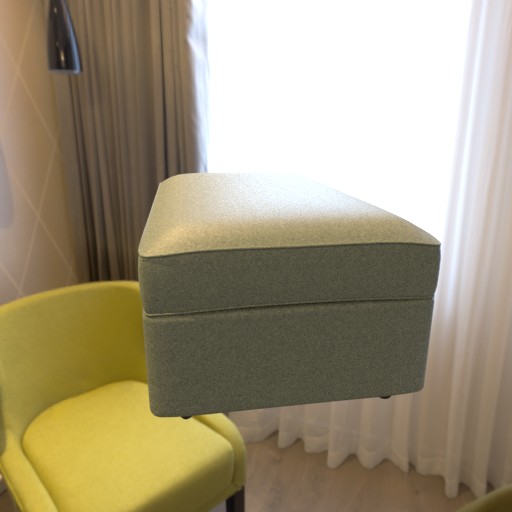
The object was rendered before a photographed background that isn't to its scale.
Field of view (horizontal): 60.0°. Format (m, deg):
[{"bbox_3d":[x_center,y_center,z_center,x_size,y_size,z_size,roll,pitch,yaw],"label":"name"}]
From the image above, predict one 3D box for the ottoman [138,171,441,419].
[{"bbox_3d":[0.000,0.000,1.533,0.681,0.494,1.173,-3,17,-9],"label":"ottoman"}]
